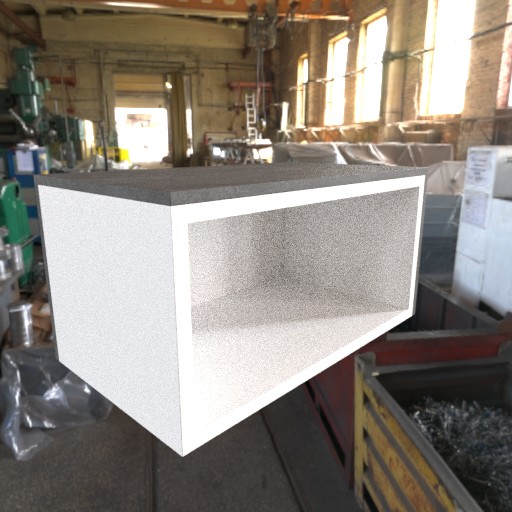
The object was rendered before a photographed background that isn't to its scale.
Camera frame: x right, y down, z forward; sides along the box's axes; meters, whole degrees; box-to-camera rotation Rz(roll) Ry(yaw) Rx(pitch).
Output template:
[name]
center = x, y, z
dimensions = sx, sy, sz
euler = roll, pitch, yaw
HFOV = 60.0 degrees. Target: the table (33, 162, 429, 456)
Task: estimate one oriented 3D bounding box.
[table]
center = 0.000, 0.000, 0.923
dimensions = 0.400, 0.350, 0.700
euler = 13, 20, 42
